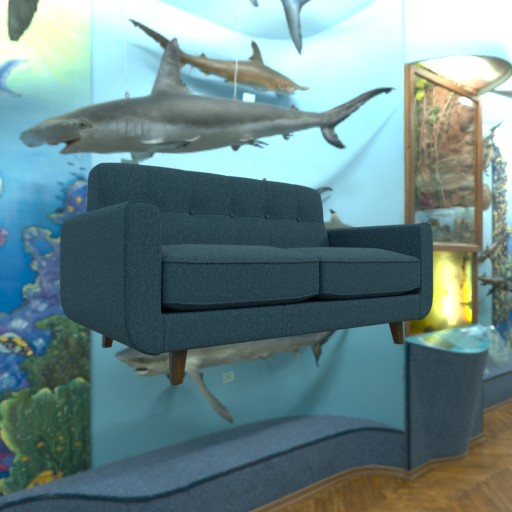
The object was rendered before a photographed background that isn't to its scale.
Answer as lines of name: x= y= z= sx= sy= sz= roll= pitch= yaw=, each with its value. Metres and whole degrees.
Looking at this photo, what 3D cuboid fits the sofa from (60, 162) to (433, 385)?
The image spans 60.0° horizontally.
sofa: x=0.000 y=0.000 z=2.220 sx=1.651 sy=0.896 sz=0.942 roll=0 pitch=0 yaw=-36
